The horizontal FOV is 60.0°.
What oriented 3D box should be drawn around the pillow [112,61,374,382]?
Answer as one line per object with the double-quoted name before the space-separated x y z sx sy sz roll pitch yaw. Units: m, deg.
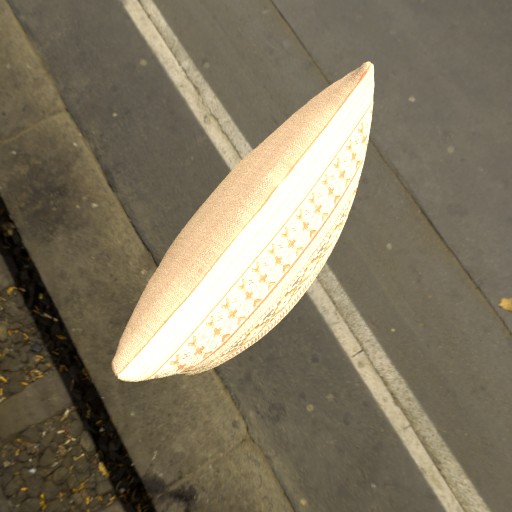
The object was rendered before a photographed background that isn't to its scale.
"pillow" 0.000 0.000 0.787 0.215 0.519 0.521 37 79 9
